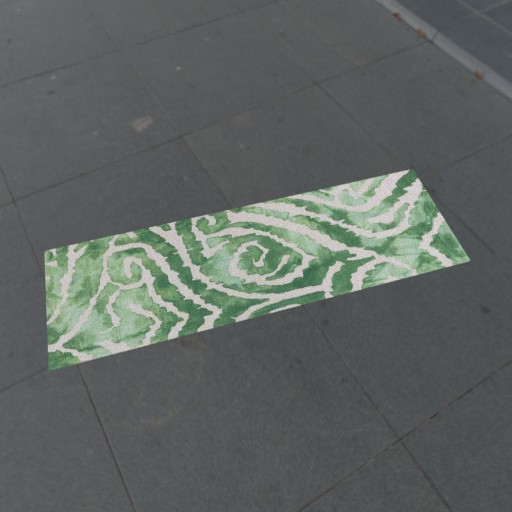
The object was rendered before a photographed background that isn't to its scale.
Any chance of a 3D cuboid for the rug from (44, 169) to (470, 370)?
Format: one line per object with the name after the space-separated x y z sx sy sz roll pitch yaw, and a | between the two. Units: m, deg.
0.000 0.000 2.658 2.438 0.006 0.761 -14 59 -8 | rug
